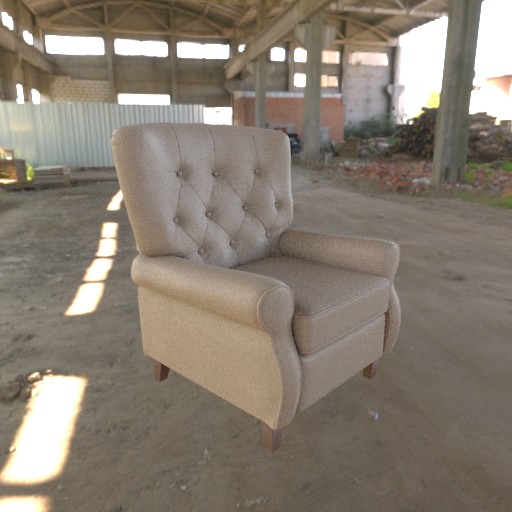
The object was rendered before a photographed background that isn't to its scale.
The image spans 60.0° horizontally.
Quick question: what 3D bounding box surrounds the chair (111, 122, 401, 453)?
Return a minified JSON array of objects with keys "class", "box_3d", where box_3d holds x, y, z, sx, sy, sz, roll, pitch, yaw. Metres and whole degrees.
[{"class":"chair","box_3d":[0.000,0.000,1.945,1.041,1.138,0.999,14,20,42]}]
